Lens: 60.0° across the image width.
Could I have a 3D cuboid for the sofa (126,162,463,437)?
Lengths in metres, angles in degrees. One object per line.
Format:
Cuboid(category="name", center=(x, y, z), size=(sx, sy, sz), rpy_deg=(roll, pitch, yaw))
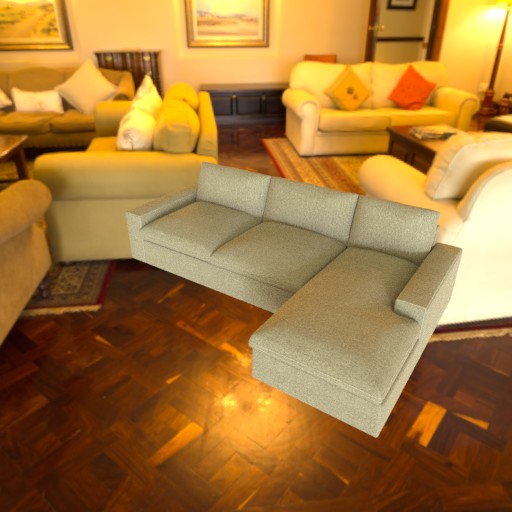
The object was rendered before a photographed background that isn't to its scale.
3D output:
Cuboid(category="sofa", center=(0.000, 0.000, 3.523), size=(2.718, 0.813, 1.689), rpy_deg=(18, 33, 30))
